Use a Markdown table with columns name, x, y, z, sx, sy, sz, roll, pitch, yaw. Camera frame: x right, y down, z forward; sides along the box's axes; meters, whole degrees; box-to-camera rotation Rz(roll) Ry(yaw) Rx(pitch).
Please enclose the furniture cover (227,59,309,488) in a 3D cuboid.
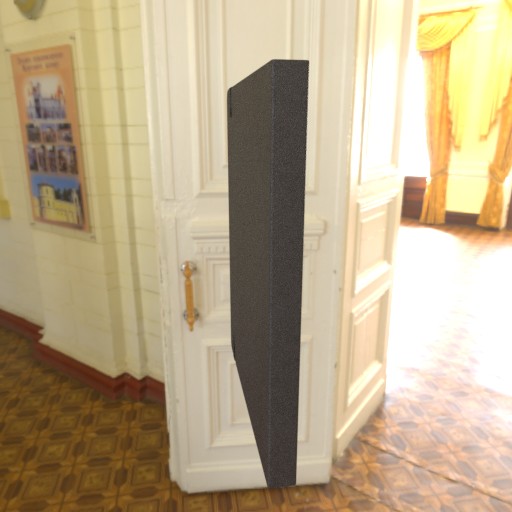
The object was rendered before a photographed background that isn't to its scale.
| name | x | y | z | sx | sy | sz | roll | pitch | yaw |
| --- | --- | --- | --- | --- | --- | --- | --- | --- | --- |
| furniture cover | 0.000 | 0.000 | 0.377 | 0.023 | 0.281 | 0.216 | -3 | 17 | -10 |
